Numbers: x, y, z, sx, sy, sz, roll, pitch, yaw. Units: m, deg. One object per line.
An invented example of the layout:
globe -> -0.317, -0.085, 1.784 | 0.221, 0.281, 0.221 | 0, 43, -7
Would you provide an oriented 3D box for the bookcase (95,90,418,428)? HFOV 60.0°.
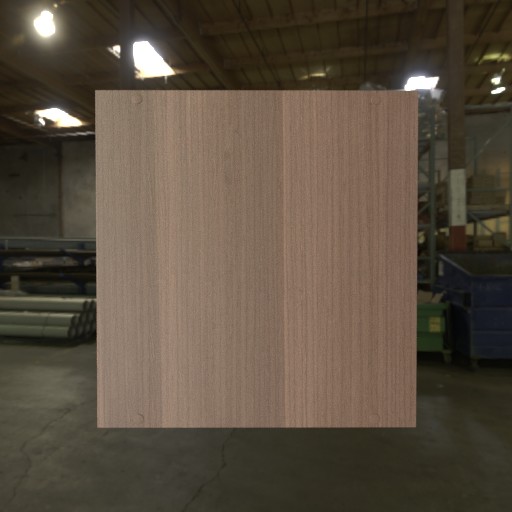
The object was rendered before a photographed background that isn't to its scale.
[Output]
bookcase -> 0.000, 0.000, 0.607 | 0.290, 0.305, 0.415 | 0, 1, 0
